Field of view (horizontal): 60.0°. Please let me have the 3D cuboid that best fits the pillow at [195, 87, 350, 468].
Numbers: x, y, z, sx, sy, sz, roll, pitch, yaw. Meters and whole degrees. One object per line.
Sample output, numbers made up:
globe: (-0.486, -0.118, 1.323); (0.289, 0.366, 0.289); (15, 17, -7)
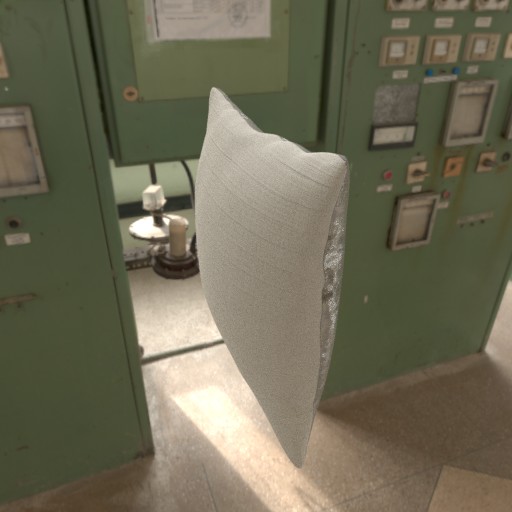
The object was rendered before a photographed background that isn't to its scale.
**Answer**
pillow: (0.000, 0.000, 0.727); (0.175, 0.464, 0.470); (-10, 32, -17)
